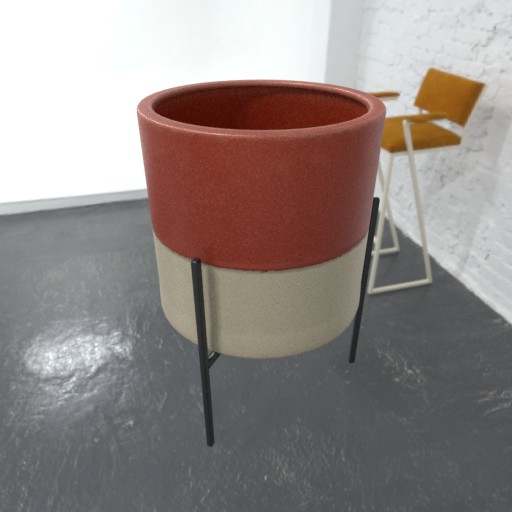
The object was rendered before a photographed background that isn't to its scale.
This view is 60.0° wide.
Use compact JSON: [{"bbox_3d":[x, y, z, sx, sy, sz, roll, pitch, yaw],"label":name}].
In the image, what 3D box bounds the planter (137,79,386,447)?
[{"bbox_3d":[0.000,0.000,0.519,0.235,0.354,0.251,-20,37,-30],"label":"planter"}]
